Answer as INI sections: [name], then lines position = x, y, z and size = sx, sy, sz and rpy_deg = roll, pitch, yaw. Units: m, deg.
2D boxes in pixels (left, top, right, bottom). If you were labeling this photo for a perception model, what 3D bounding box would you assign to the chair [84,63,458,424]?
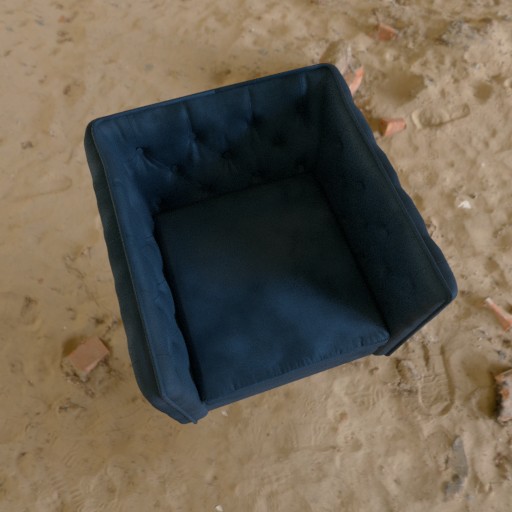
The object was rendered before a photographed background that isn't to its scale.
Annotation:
[chair]
position = 0.000, 0.000, 1.547
size = 0.868, 0.771, 0.877
rpy_deg = -17, 66, -8
